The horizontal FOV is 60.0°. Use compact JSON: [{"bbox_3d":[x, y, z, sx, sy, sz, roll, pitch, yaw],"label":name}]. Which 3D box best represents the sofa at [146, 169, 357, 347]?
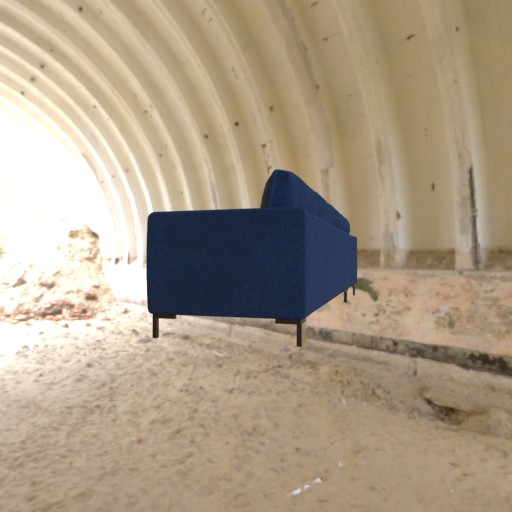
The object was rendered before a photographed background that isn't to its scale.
[{"bbox_3d":[0.000,0.000,2.919,1.128,0.679,2.450,0,0,17],"label":"sofa"}]
